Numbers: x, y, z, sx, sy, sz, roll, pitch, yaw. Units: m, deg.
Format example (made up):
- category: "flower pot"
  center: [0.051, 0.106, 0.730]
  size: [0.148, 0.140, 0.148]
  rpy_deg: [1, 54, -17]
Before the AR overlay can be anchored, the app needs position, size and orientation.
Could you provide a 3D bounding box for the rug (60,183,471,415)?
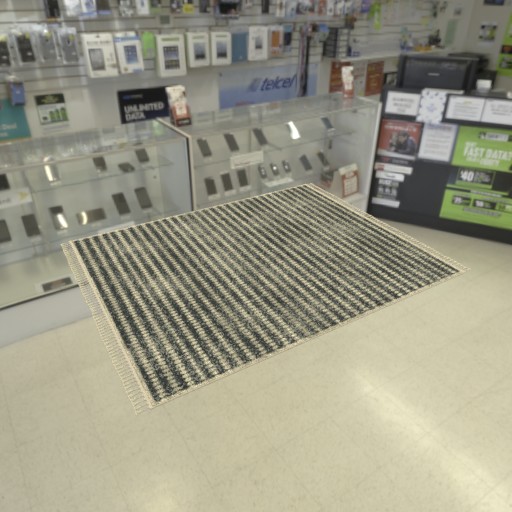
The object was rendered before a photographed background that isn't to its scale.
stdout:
- category: "rug"
  center: [0.000, 0.000, 3.938]
  size: [2.910, 0.013, 2.256]
  rpy_deg: [-17, 35, -26]
